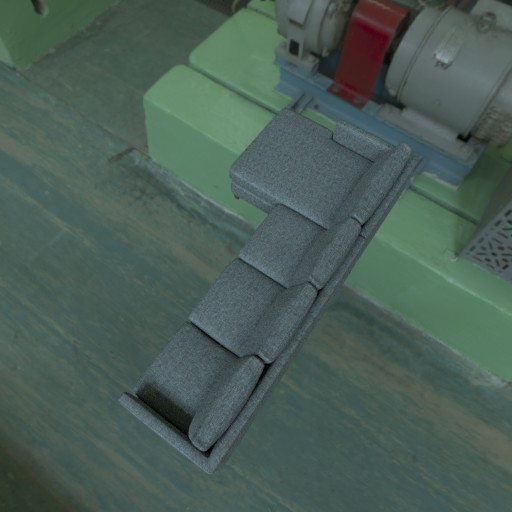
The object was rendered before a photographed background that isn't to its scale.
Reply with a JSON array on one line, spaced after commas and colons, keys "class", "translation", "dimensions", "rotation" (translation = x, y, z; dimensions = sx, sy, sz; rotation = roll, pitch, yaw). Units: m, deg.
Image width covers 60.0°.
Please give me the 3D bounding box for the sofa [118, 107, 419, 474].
[{"class": "sofa", "translation": [0.000, 0.000, 4.233], "dimensions": [1.635, 0.960, 3.485], "rotation": [32, 69, 14]}]
